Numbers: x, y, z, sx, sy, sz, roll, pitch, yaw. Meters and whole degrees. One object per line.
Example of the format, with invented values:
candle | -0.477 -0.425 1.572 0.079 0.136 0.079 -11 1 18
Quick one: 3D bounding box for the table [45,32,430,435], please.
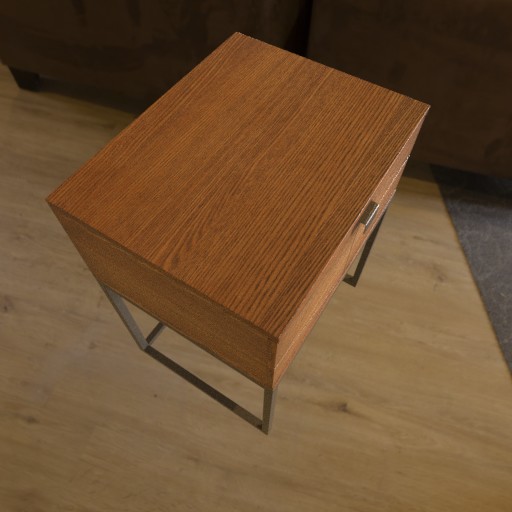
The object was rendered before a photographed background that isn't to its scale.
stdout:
table | 0.000 0.000 0.933 0.400 0.610 0.482 29 62 17
